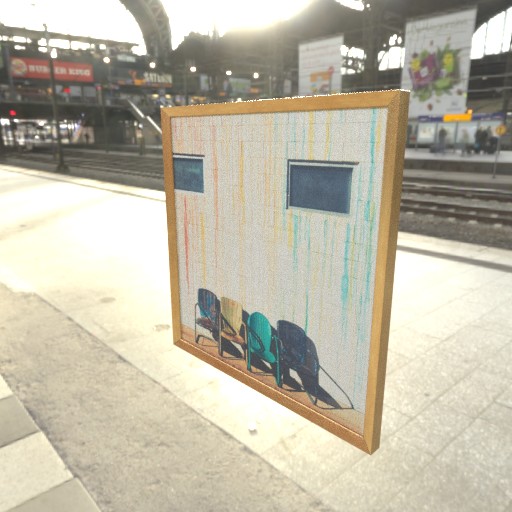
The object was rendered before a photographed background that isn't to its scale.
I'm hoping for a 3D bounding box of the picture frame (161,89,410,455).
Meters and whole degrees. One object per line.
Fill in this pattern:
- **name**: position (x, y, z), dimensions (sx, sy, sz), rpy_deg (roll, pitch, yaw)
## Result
- **picture frame**: position (0.000, 0.000, 1.151), dimensions (0.037, 0.761, 0.758), rpy_deg (-15, 21, -43)
